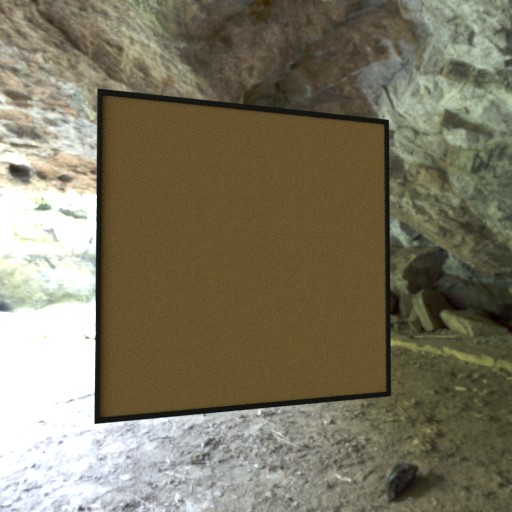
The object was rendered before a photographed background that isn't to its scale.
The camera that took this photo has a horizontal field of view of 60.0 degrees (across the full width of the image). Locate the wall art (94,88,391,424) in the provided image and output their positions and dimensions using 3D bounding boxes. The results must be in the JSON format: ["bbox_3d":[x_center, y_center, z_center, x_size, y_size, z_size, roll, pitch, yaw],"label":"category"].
[{"bbox_3d":[0.000,0.000,0.674,0.458,0.457,0.013,0,-2,-16],"label":"wall art"}]
